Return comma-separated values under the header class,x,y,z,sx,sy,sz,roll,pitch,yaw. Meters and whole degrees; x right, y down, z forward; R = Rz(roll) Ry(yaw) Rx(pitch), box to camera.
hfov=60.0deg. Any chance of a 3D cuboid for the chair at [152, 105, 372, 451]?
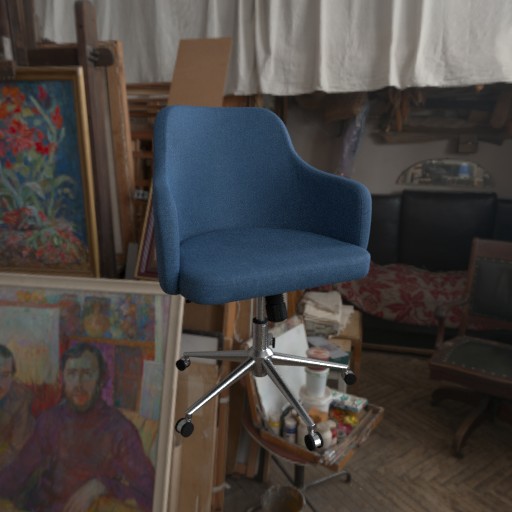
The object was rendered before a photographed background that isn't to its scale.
class,x,y,z,sx,sy,sz,roll,pitch,yaw
chair,0.000,0.000,1.238,0.599,0.820,0.655,-8,17,-26
